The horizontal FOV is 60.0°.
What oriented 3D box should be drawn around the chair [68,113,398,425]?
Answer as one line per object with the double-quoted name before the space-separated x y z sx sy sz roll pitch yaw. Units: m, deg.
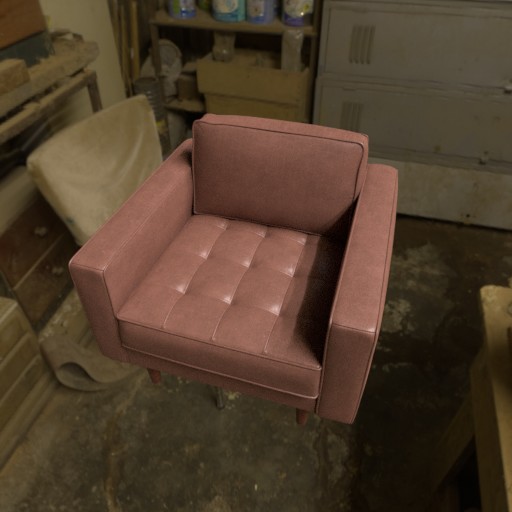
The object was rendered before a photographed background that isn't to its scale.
"chair" 0.000 0.000 1.593 0.920 0.770 0.900 11 42 13
